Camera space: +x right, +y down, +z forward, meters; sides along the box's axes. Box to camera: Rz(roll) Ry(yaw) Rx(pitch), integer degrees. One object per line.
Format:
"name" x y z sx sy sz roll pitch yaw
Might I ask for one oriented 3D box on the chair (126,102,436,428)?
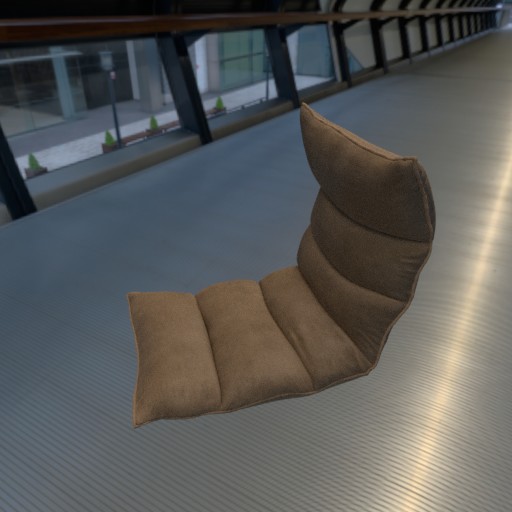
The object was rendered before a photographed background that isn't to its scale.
"chair" 0.000 0.000 1.583 0.985 0.892 0.714 -8 31 -13
